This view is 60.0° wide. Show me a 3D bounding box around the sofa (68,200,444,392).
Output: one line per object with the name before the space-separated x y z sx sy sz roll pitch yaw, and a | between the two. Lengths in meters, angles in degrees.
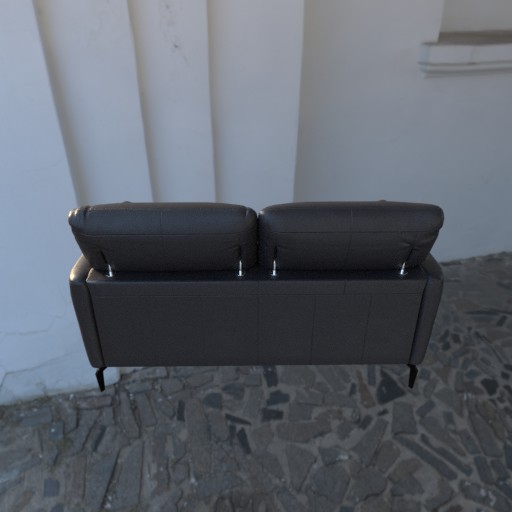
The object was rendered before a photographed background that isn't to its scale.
sofa | 0.000 0.000 2.229 1.596 0.920 0.958 0 31 -1
